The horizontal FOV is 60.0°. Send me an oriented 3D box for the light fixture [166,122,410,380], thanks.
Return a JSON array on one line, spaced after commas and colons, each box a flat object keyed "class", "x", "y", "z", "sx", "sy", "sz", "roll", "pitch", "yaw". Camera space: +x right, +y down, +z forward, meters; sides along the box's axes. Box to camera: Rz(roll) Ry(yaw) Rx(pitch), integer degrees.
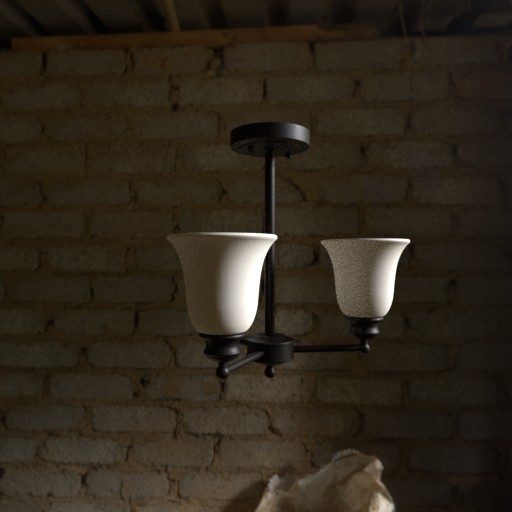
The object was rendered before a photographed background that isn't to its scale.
[{"class": "light fixture", "x": 0.000, "y": 0.000, "z": 0.702, "sx": 0.388, "sy": 0.370, "sz": 0.354, "roll": 0, "pitch": 0, "yaw": -35}]
